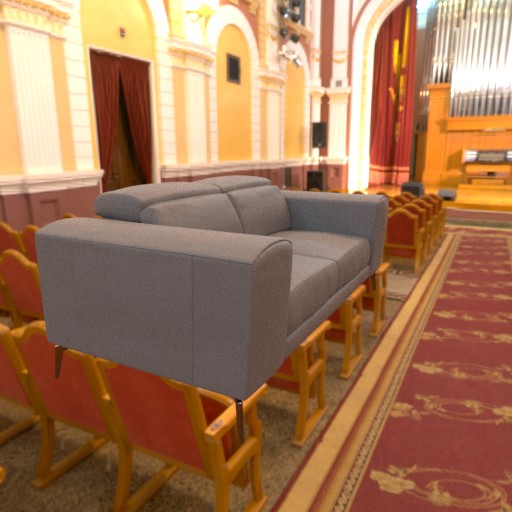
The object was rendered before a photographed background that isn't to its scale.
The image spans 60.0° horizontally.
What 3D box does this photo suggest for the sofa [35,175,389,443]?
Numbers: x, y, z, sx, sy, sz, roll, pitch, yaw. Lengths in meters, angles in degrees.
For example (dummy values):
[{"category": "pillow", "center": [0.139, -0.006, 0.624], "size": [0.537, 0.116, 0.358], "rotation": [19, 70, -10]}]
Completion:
[{"category": "sofa", "center": [0.000, 0.000, 2.360], "size": [1.003, 0.779, 1.895], "rotation": [7, 16, 27]}]
